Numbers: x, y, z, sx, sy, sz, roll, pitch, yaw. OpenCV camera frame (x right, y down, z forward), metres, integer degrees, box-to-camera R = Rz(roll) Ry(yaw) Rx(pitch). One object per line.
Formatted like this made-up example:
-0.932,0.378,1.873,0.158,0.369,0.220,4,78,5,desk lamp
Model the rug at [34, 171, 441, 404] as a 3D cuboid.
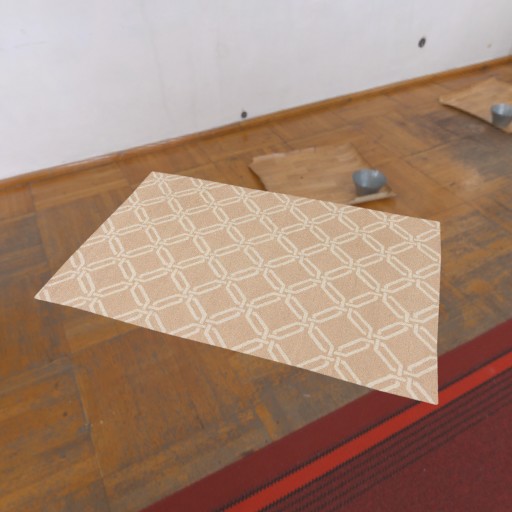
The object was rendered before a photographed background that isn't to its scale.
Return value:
0.000,0.000,2.194,1.745,0.010,1.146,12,43,13,rug
